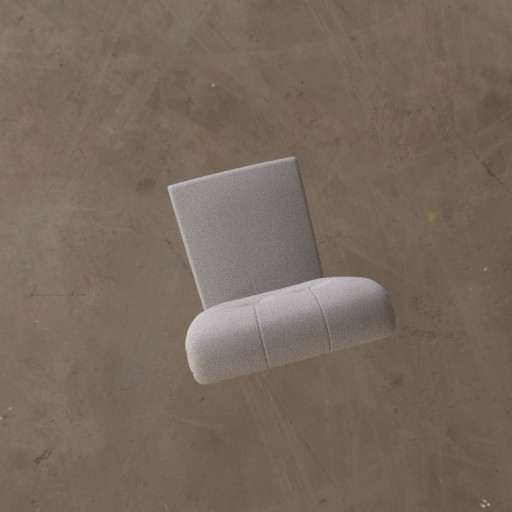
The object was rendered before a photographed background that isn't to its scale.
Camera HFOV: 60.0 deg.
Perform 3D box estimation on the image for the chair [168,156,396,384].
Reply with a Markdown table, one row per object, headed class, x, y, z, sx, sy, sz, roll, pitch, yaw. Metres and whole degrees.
| class | x | y | z | sx | sy | sz | roll | pitch | yaw |
| --- | --- | --- | --- | --- | --- | --- | --- | --- | --- |
| chair | 0.000 | 0.000 | 1.371 | 0.456 | 1.006 | 0.671 | -14 | 76 | -4 |
